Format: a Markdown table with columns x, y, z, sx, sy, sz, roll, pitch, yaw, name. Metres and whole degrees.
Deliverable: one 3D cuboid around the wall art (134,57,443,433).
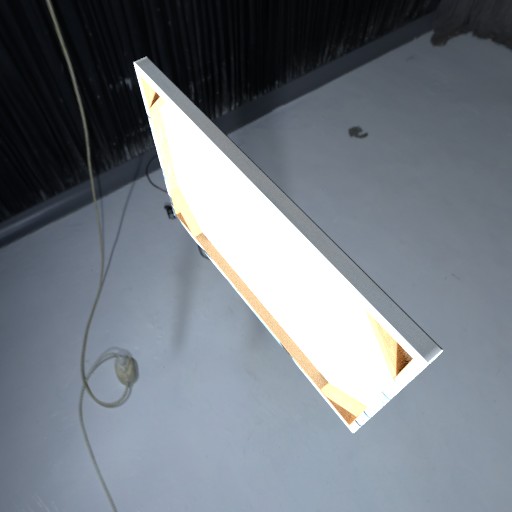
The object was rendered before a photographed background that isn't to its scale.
| x | y | z | sx | sy | sz | roll | pitch | yaw | name |
| --- | --- | --- | --- | --- | --- | --- | --- | --- | --- |
| 0.000 | 0.000 | 1.128 | 0.039 | 0.609 | 0.914 | -33 | 64 | -18 | wall art |
